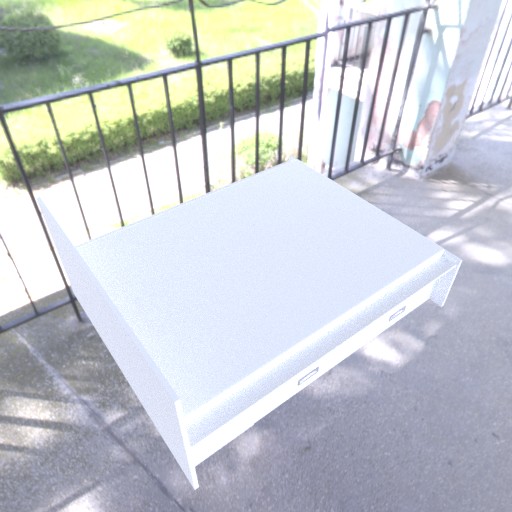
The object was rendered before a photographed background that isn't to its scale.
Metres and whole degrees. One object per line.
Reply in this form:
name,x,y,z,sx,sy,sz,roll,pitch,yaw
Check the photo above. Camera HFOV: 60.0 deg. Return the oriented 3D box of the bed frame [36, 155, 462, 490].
bed frame,0.000,0.000,2.781,1.960,0.800,1.622,-27,48,-27
